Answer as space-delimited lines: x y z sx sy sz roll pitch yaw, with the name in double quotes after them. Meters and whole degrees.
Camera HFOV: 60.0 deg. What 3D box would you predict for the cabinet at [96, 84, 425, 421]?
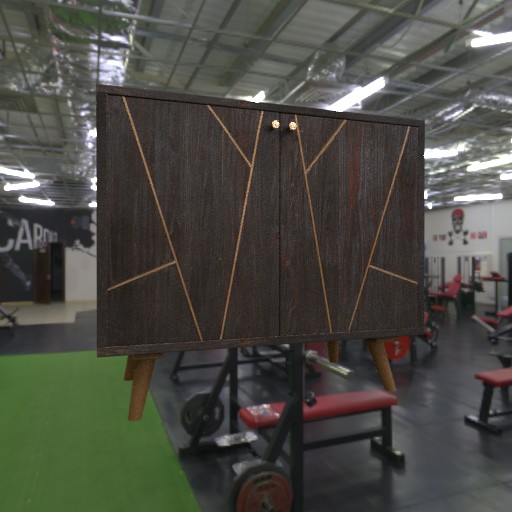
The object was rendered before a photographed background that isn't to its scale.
0.000 0.000 1.530 1.023 0.897 0.529 0 0 -18 "cabinet"
